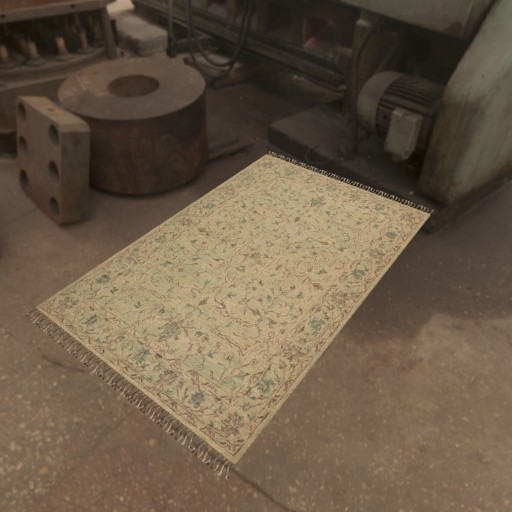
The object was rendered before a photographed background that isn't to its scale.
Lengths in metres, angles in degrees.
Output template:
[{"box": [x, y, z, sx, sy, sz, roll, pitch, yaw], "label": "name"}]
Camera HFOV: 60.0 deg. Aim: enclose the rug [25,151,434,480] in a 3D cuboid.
[{"box": [0.000, 0.000, 2.937, 1.544, 0.010, 2.435, 27, 48, 27], "label": "rug"}]
